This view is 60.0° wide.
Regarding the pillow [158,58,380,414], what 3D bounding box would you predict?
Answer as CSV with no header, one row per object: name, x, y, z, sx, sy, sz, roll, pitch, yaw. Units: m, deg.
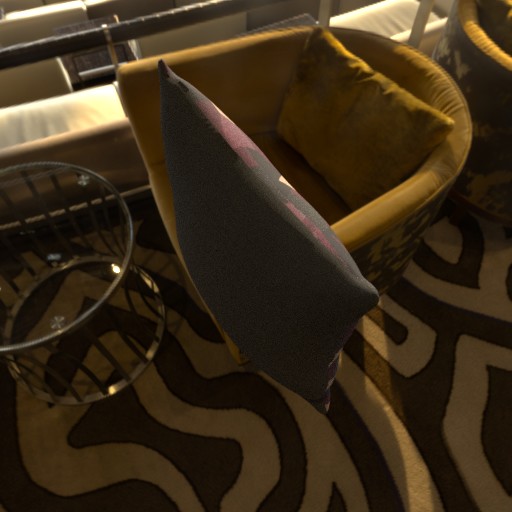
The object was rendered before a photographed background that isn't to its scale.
pillow,0.000,0.000,0.766,0.208,0.496,0.503,-30,63,-17
